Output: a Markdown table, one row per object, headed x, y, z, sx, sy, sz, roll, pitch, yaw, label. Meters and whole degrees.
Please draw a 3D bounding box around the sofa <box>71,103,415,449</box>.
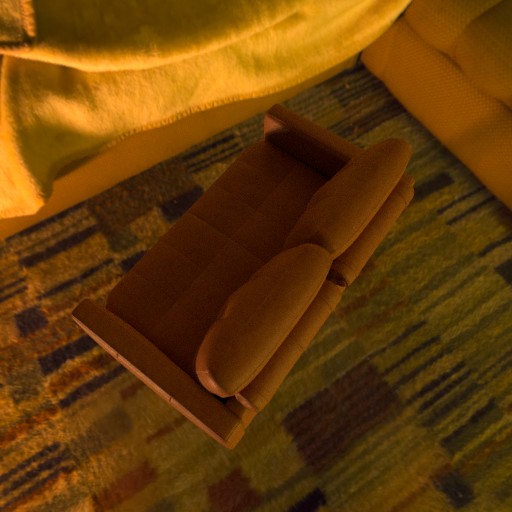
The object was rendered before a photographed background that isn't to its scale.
| x | y | z | sx | sy | sz | roll | pitch | yaw | label |
| --- | --- | --- | --- | --- | --- | --- | --- | --- | --- |
| 0.000 | 0.000 | 2.006 | 0.868 | 0.898 | 1.430 | 34 | 68 | 15 | sofa |
